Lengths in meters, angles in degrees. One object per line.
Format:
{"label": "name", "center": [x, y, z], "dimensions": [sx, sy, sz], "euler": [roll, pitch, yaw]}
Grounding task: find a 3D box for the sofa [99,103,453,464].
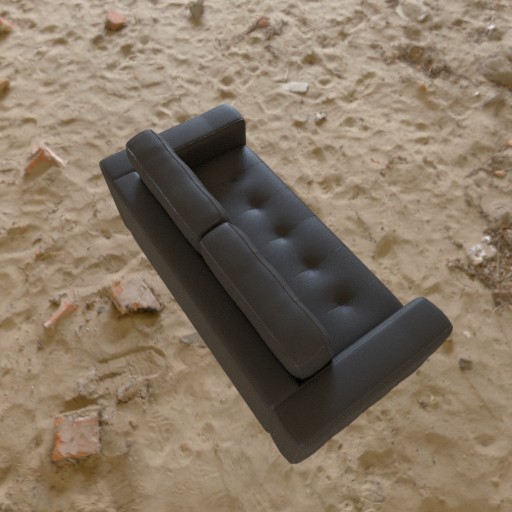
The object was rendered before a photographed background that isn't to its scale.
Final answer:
{"label": "sofa", "center": [0.000, 0.000, 2.207], "dimensions": [0.833, 0.893, 1.726], "euler": [-31, 63, -18]}
